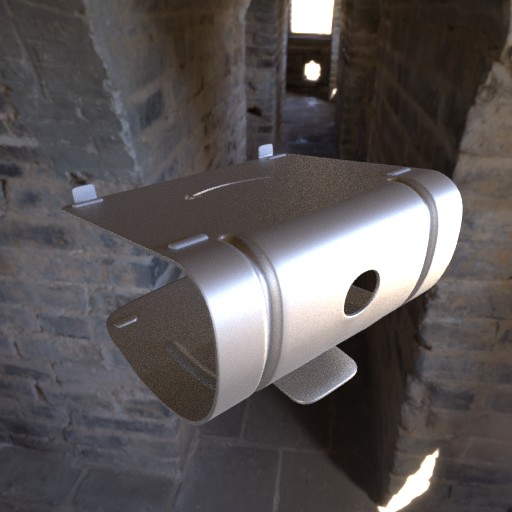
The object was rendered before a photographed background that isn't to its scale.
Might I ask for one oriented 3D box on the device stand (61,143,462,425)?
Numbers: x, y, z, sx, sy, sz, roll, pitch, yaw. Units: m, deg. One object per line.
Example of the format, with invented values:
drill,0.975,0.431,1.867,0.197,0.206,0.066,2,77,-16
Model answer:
device stand,0.000,0.000,0.395,0.256,0.155,0.236,-21,36,-32
